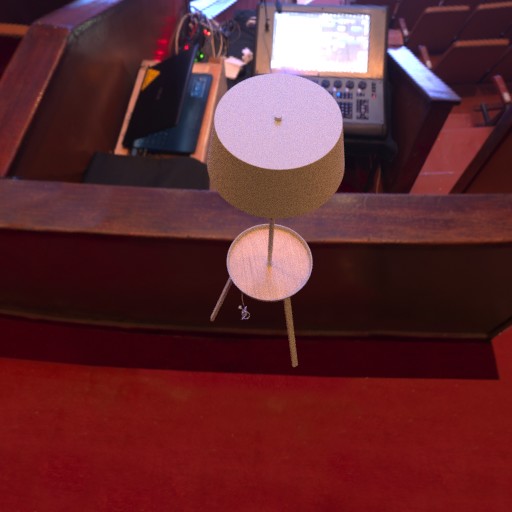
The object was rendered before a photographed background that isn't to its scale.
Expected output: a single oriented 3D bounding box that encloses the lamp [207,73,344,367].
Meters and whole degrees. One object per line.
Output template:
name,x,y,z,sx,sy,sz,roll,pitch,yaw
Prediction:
lamp,0.000,0.000,1.667,0.468,1.429,0.508,-1,63,0
